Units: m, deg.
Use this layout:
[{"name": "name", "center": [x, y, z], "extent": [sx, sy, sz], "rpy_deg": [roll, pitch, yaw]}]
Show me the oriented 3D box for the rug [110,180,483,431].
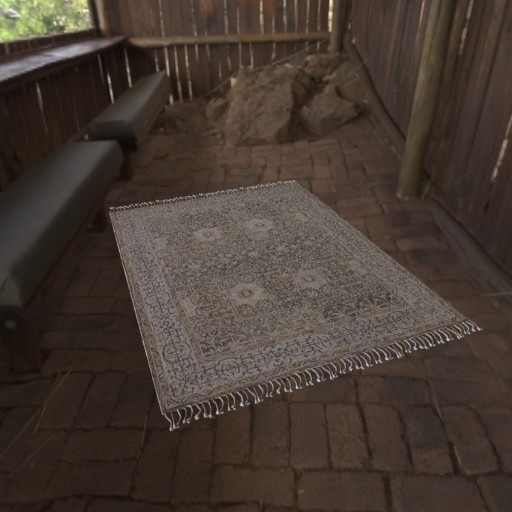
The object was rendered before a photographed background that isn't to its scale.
[{"name": "rug", "center": [0.000, 0.000, 4.285], "extent": [2.431, 0.017, 3.291], "rpy_deg": [-12, 33, -18]}]
